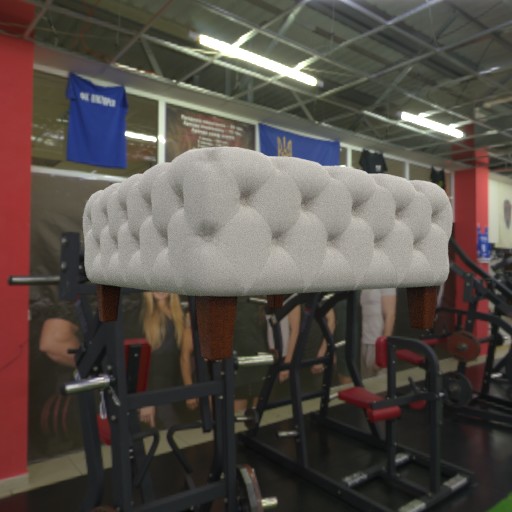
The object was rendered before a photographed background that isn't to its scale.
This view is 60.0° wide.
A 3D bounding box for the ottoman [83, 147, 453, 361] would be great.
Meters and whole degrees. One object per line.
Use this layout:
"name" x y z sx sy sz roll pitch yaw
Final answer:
"ottoman" 0.000 0.000 1.221 0.753 0.376 0.755 1 -1 -36
